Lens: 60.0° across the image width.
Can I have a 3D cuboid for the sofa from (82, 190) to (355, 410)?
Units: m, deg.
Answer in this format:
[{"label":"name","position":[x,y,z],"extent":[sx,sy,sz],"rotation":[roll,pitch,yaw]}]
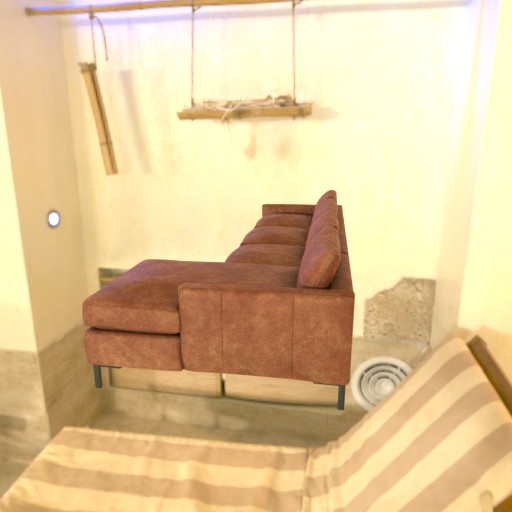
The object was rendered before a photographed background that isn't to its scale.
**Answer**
[{"label":"sofa","position":[0.000,0.000,3.717],"extent":[1.471,0.859,2.993],"rotation":[3,15,9]}]
